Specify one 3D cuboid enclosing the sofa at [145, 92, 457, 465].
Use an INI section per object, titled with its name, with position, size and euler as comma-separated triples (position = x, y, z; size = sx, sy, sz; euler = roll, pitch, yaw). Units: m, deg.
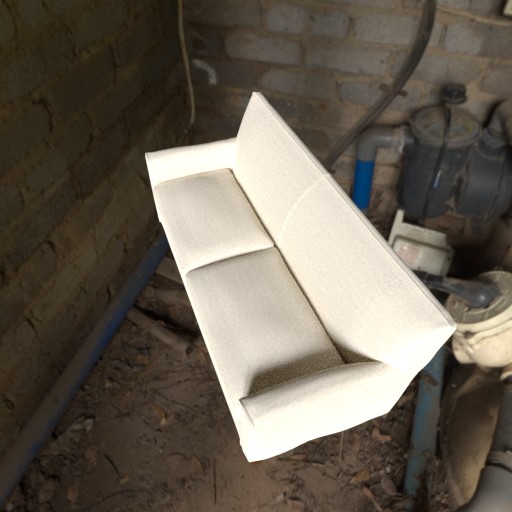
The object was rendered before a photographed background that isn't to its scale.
[sofa]
position = 0.000, 0.000, 2.490
size = 0.841, 0.907, 2.001
euler = -16, 48, -15
